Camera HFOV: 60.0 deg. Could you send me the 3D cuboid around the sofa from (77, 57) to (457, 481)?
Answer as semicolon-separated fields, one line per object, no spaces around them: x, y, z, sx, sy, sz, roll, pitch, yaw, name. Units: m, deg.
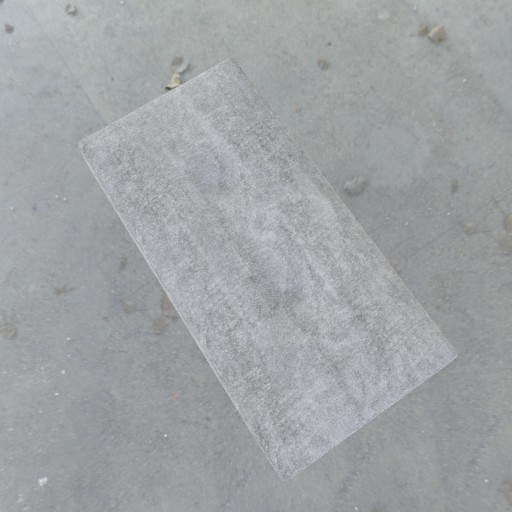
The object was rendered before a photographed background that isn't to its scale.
0.000;0.000;1.141;0.480;0.330;0.930;-32;78;-8;sofa
